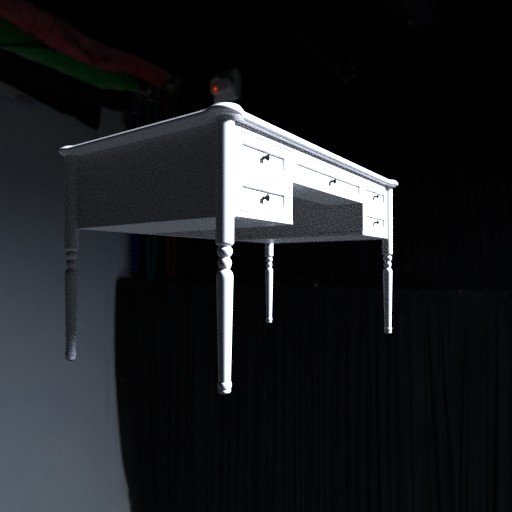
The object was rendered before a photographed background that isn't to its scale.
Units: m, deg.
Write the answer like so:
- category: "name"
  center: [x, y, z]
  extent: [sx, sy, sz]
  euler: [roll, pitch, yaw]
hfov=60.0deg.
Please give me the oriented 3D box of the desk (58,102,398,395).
- category: "desk"
  center: [0.000, 0.000, 1.902]
  extent: [0.807, 0.762, 1.380]
  euler: [-1, -2, 36]
